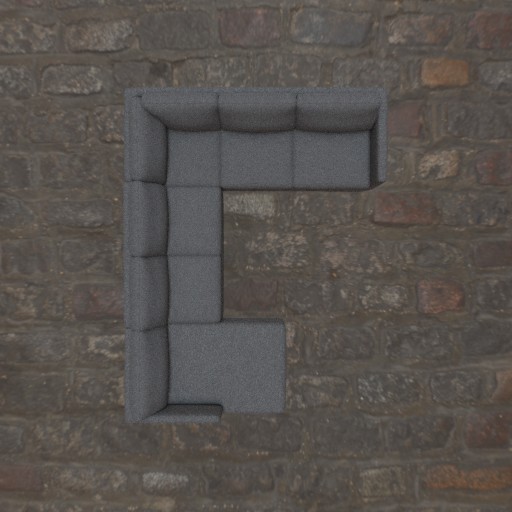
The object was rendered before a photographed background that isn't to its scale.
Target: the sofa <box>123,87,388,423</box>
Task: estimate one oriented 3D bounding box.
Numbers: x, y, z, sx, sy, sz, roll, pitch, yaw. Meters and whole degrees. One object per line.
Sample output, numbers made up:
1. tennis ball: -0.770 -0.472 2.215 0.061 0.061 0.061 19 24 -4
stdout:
1. sofa: 0.000 0.000 4.497 2.551 0.853 3.238 0 91 0
